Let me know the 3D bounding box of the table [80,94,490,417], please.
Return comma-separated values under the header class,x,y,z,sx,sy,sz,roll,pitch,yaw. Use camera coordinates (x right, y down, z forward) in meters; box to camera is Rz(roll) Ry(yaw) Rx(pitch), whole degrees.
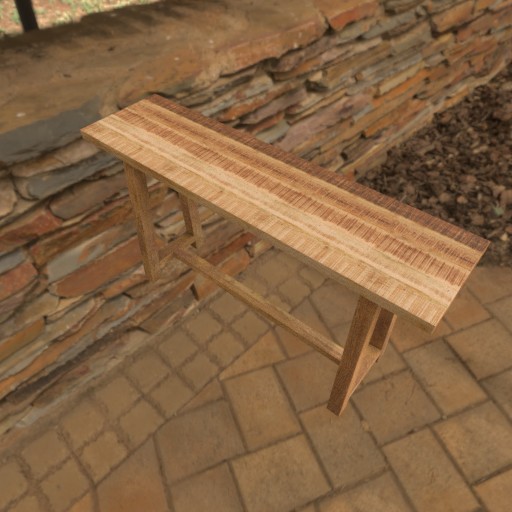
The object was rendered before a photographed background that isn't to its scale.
class,x,y,z,sx,sy,sz,roll,pitch,yaw
table,0.000,0.000,1.875,1.524,0.810,0.405,31,53,26
